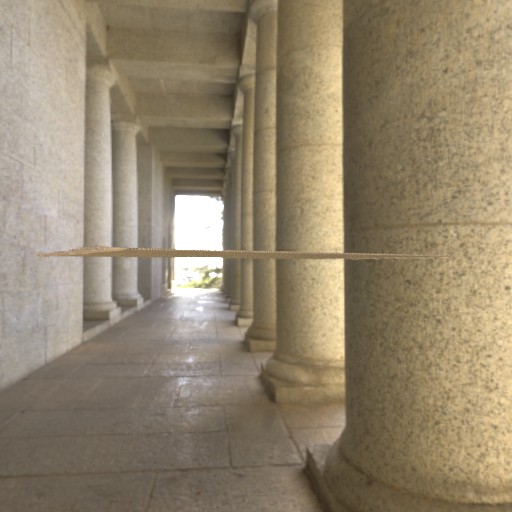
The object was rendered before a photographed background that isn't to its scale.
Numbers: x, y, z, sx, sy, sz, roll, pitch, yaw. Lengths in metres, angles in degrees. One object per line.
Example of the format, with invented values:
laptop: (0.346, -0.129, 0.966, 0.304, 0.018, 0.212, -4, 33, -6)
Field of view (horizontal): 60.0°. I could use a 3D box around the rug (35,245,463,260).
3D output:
rug: (0.000, 0.000, 3.018, 2.523, 0.034, 1.528, 1, -2, -35)
